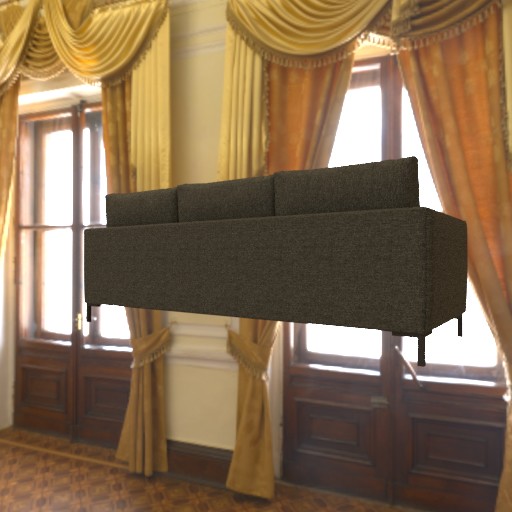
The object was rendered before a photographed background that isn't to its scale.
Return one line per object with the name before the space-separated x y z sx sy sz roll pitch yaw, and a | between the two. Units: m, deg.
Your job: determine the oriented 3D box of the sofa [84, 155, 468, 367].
sofa | 0.000 0.000 2.696 2.253 0.879 0.876 0 -1 35
